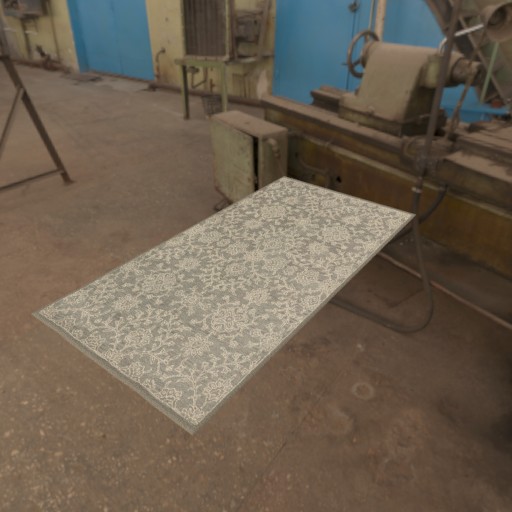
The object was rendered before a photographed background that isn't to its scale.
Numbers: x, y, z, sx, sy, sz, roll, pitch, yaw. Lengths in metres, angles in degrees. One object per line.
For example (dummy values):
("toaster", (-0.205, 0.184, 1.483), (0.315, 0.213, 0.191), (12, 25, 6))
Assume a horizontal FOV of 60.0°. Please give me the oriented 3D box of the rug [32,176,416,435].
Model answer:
("rug", (0.000, 0.000, 3.661), (1.546, 0.011, 3.048), (23, 39, 31))
